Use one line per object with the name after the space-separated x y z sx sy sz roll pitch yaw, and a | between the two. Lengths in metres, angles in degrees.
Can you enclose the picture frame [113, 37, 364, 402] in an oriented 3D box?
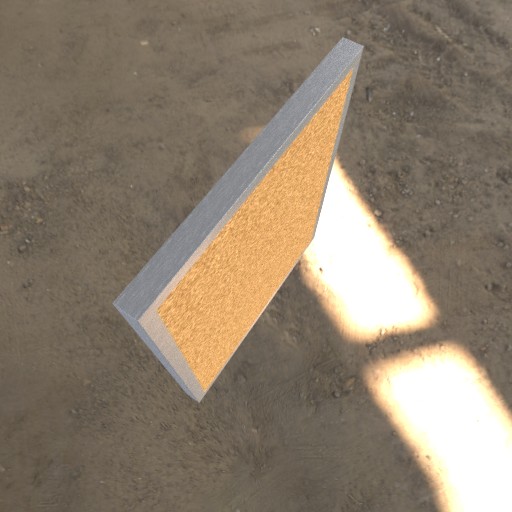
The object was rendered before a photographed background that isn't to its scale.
0.000 0.000 0.533 0.027 0.378 0.327 31 68 14 | picture frame
